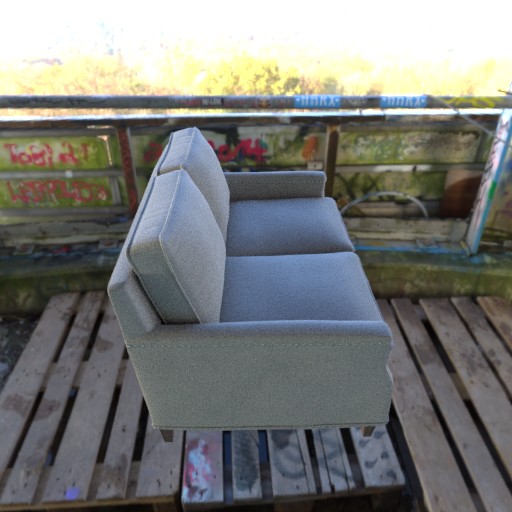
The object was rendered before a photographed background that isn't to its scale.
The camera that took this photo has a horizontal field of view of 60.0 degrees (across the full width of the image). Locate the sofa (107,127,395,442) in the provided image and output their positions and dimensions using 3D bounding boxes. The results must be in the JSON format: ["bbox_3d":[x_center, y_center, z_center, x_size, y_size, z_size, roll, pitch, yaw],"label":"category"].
[{"bbox_3d":[0.000,0.000,2.323,1.084,1.003,1.597,-1,33,-2],"label":"sofa"}]
